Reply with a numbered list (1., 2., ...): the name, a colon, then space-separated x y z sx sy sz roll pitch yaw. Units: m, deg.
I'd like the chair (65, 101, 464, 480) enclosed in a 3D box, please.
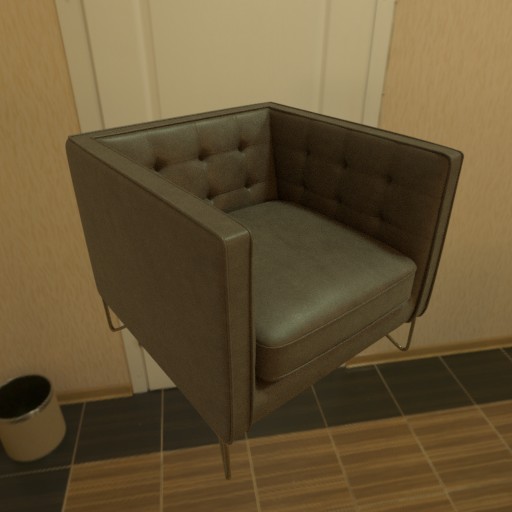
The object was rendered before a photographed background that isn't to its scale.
1. chair: 0.000 0.000 1.519 0.880 0.790 0.894 -22 37 -33
